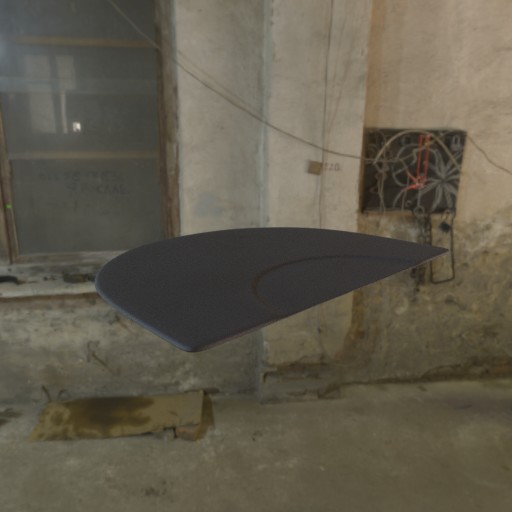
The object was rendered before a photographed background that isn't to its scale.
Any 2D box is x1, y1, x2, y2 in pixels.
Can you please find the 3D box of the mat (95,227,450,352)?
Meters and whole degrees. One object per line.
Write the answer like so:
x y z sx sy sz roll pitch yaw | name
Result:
0.000 0.000 1.618 1.220 0.016 0.917 -14 21 -41 | mat
